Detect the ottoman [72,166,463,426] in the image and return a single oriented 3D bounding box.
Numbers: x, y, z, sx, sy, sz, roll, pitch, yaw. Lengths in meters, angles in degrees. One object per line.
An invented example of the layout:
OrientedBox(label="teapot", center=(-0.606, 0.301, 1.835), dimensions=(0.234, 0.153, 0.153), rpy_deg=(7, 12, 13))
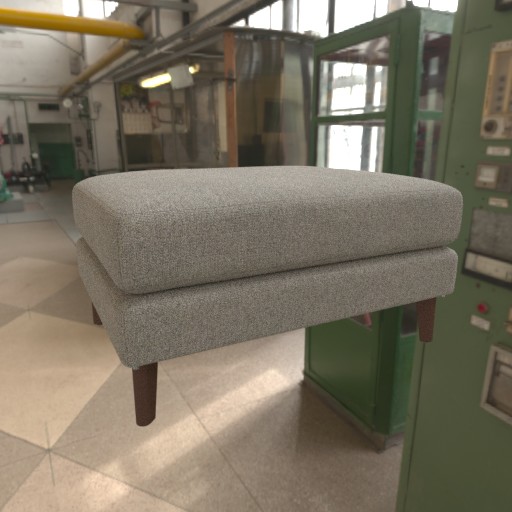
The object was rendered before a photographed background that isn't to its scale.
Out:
OrientedBox(label="ottoman", center=(0.000, 0.000, 1.162), dimensions=(0.821, 0.441, 0.611), rpy_deg=(-8, 17, -27))
